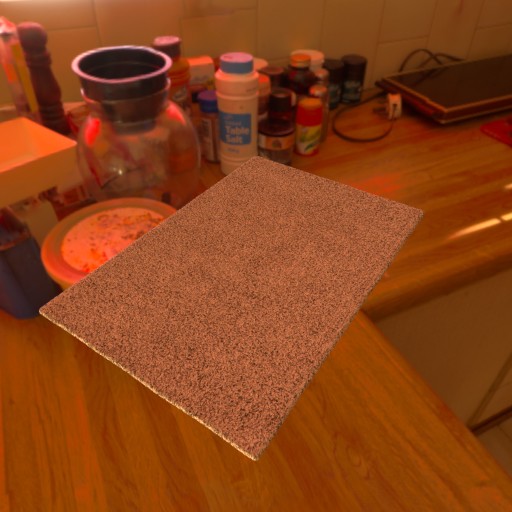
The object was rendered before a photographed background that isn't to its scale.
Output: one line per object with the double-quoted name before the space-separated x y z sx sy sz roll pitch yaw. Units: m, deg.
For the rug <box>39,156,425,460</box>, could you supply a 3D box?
"rug" 0.000 0.000 2.336 1.219 0.030 1.778 24 46 25
